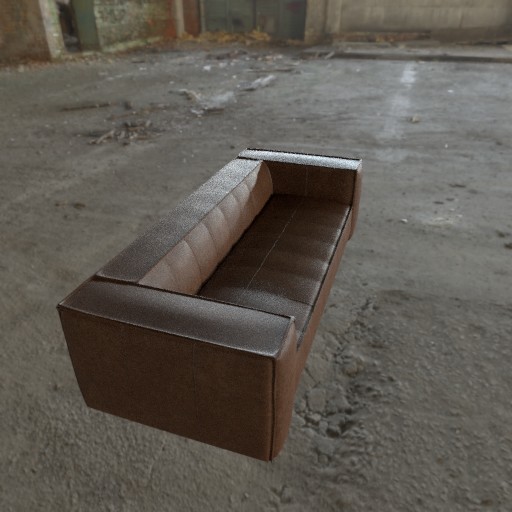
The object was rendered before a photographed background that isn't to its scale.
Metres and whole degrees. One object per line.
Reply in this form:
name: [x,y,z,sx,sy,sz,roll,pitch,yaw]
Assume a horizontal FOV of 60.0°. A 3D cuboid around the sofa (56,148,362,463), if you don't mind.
sofa: [0.000,0.000,3.024,1.102,0.701,2.581,10,32,16]
